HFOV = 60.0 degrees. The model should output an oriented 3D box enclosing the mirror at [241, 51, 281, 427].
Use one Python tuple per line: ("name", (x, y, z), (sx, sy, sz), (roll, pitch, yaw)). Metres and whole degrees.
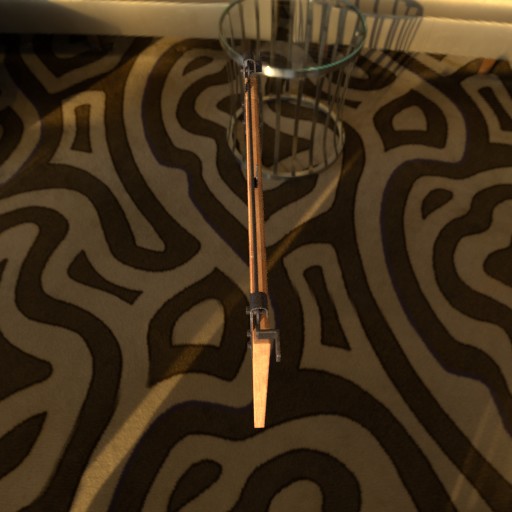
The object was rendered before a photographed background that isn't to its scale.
("mirror", (0.000, 0.000, 1.210), (0.054, 0.800, 0.805), (-2, 58, -1))
